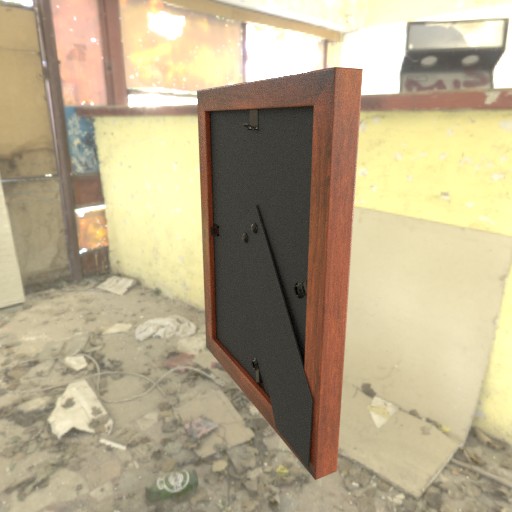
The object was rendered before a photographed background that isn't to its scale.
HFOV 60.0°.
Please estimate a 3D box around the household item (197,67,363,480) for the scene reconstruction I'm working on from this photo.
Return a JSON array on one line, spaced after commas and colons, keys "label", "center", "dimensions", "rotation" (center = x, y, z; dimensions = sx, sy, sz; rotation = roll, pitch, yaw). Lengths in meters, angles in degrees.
[{"label": "household item", "center": [0.000, 0.000, 0.342], "dimensions": [0.020, 0.250, 0.200], "rotation": [-8, 19, -26]}]
